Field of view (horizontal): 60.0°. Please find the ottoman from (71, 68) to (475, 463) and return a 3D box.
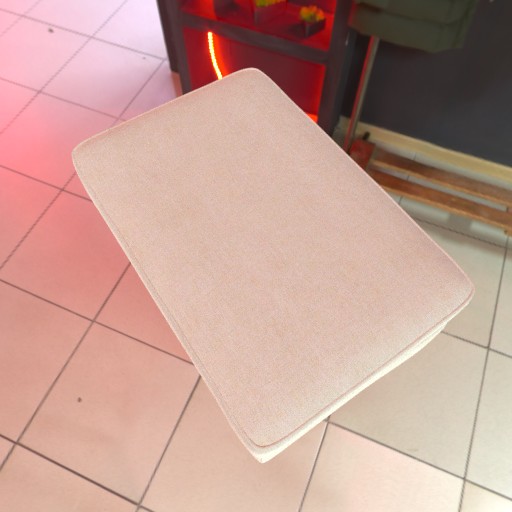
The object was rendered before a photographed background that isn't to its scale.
[{"bbox_3d":[0.000,0.000,1.187,0.583,0.484,0.862,-31,66,-16],"label":"ottoman"}]
